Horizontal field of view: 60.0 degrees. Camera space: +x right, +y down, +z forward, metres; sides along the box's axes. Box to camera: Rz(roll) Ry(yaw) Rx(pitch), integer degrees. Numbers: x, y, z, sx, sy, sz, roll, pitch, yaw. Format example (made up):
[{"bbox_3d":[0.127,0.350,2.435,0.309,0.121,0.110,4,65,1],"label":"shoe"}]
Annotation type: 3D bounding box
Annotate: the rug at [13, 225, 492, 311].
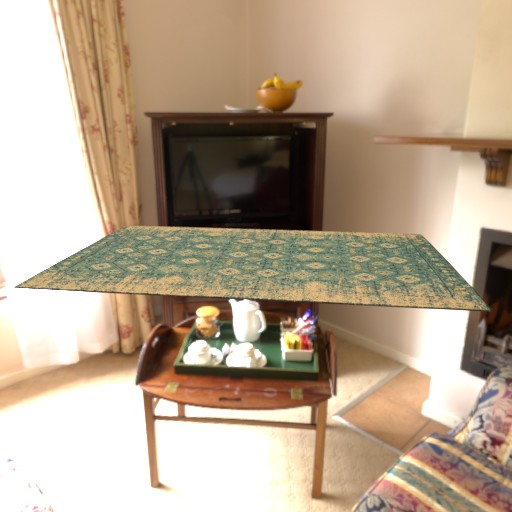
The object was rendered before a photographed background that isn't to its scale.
[{"bbox_3d":[0.000,0.000,2.150,1.795,0.008,1.102,2,17,7],"label":"rug"}]
